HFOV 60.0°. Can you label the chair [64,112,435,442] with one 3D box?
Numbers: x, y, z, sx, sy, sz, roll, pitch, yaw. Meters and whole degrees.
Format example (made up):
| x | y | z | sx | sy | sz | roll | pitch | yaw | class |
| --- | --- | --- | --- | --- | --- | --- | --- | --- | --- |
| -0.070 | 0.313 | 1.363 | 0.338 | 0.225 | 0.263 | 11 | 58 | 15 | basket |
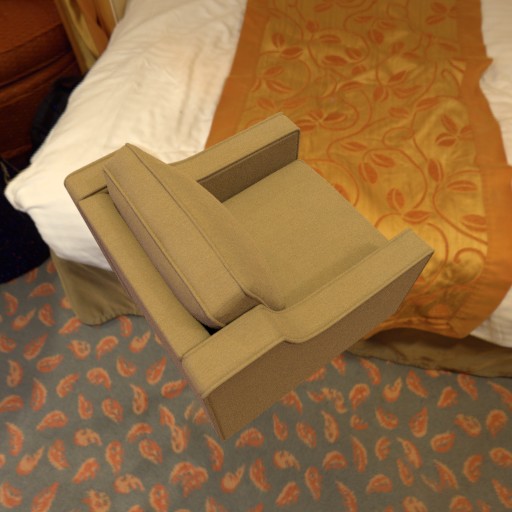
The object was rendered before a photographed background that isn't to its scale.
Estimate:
| x | y | z | sx | sy | sz | roll | pitch | yaw | class |
| --- | --- | --- | --- | --- | --- | --- | --- | --- | --- |
| 0.000 | 0.000 | 1.639 | 0.909 | 0.960 | 0.831 | -32 | 63 | -18 | chair |
